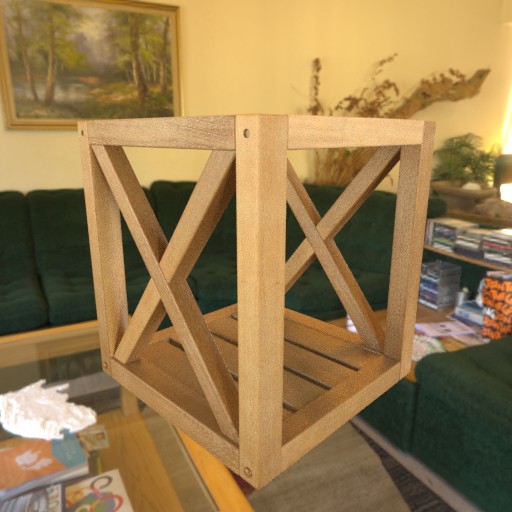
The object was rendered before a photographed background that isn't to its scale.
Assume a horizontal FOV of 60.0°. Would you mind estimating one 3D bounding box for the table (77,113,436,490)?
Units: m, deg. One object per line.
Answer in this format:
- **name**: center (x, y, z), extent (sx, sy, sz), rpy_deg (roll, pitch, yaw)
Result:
- **table**: center (0.000, 0.000, 1.043), extent (0.559, 0.610, 0.558), rpy_deg (15, 21, 43)
